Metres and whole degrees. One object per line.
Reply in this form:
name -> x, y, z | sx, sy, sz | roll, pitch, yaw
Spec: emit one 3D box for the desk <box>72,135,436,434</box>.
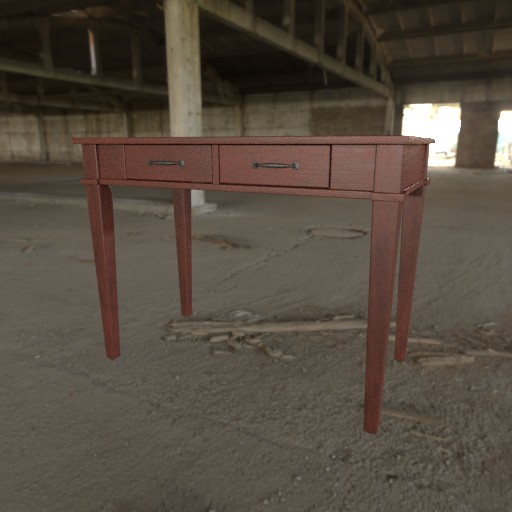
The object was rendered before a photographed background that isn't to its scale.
desk -> 0.000, 0.000, 1.480 | 1.001, 0.762, 0.549 | 7, 16, 26
